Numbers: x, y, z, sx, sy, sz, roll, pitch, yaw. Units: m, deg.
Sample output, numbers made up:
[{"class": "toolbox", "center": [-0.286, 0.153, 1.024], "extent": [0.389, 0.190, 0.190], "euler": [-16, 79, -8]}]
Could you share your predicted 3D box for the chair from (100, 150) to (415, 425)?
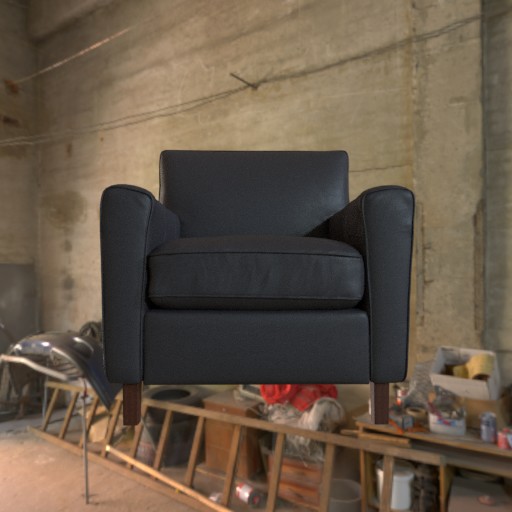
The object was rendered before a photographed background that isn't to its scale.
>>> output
[{"class": "chair", "center": [0.000, 0.000, 1.575], "extent": [0.870, 0.943, 0.825], "euler": [0, -1, -1]}]
